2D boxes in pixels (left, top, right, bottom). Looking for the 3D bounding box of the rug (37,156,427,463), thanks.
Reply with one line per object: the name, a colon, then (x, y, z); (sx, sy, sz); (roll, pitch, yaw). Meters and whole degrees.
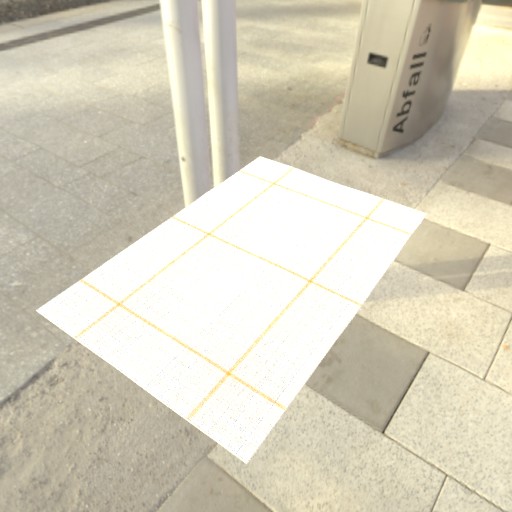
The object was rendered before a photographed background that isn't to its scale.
rug: (0.000, 0.000, 2.367); (1.232, 0.015, 1.825); (25, 47, 26)
